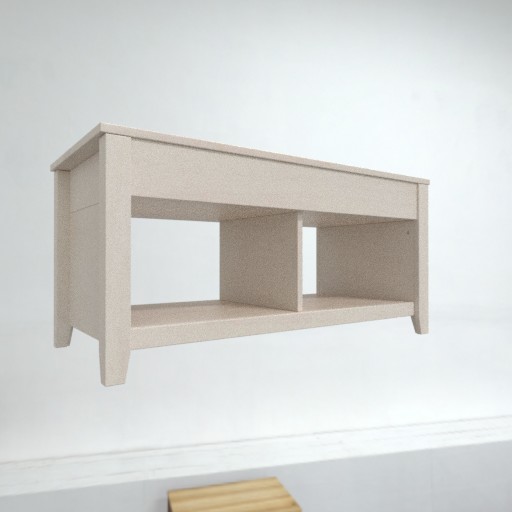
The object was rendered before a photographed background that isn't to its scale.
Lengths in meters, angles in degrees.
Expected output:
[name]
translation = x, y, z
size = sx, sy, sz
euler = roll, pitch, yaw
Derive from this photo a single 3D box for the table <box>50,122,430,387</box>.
[table]
translation = 0.000, 0.000, 1.284
size = 1.016, 0.483, 0.457
euler = 0, 0, -35
